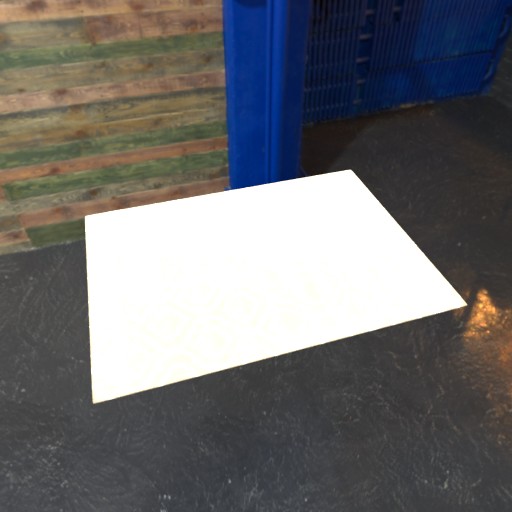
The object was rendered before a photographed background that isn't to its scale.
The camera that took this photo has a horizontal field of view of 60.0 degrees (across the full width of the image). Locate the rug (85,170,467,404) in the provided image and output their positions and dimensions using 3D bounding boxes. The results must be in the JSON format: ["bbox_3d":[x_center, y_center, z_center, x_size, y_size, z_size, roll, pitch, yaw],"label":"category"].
[{"bbox_3d":[0.000,0.000,4.590,3.353,0.010,2.438,-12,44,-12],"label":"rug"}]
